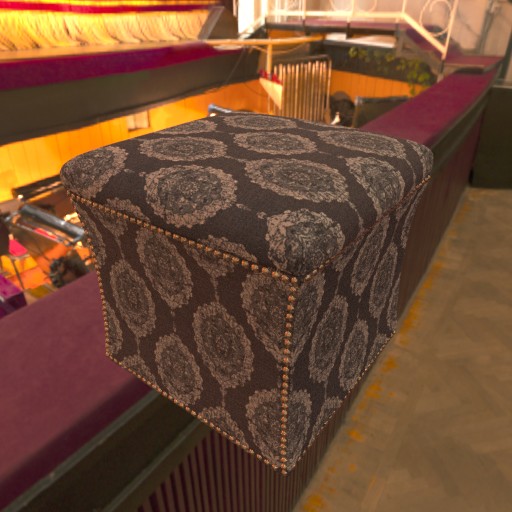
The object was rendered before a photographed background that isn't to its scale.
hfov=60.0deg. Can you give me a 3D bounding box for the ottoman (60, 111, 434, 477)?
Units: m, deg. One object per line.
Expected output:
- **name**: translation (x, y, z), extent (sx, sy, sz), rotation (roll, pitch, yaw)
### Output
- **ottoman**: translation (0.000, 0.000, 0.889), extent (0.507, 0.475, 0.497), rotation (21, 36, 31)
